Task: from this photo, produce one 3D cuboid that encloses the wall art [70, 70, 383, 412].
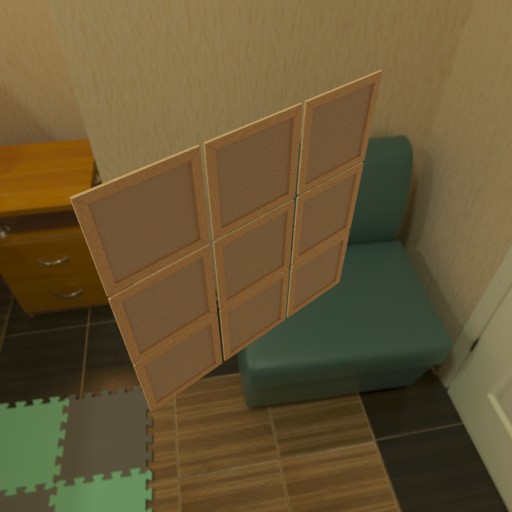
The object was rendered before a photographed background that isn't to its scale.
[{"bbox_3d":[0.000,0.000,2.279,1.519,1.507,0.014,-30,53,-26],"label":"wall art"}]
